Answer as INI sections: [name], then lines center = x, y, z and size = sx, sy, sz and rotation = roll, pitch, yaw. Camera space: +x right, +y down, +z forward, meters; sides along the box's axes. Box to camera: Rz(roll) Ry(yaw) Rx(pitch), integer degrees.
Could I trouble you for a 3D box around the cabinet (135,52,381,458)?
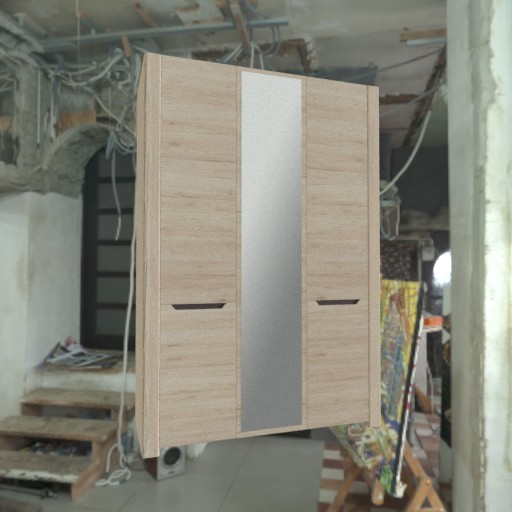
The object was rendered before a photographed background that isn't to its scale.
[cabinet]
center = 0.000, 0.000, 2.746
size = 1.400, 2.070, 0.580
rotation = 0, -1, -19
